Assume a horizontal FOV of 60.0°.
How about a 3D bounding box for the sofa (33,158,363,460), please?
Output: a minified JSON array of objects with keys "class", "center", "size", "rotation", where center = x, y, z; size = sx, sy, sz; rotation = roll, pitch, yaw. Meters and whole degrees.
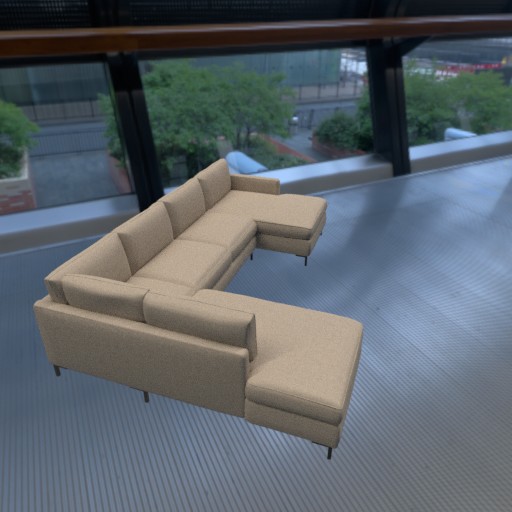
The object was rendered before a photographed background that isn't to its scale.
[{"class":"sofa","center":[0.000,0.000,3.535],"size":[1.879,0.756,2.737],"rotation":[10,30,17]}]
